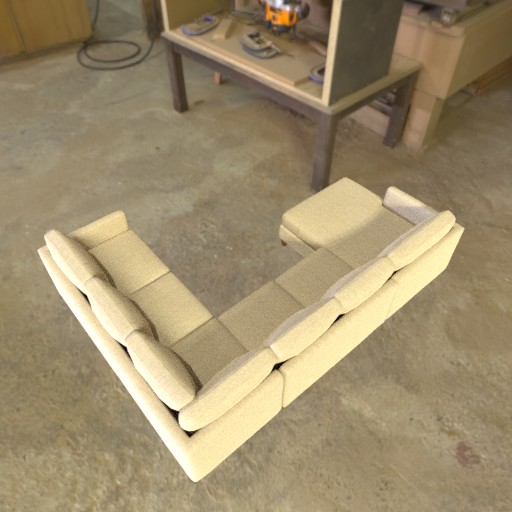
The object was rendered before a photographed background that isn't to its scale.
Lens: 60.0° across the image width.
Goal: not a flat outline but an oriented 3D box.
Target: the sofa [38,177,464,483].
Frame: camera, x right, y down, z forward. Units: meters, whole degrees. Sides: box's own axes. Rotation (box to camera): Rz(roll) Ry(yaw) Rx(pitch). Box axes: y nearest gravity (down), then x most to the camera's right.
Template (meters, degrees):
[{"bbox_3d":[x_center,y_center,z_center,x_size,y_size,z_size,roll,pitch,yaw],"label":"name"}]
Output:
[{"bbox_3d":[0.000,0.000,4.586,3.460,0.961,2.594,-32,55,-26],"label":"sofa"}]
